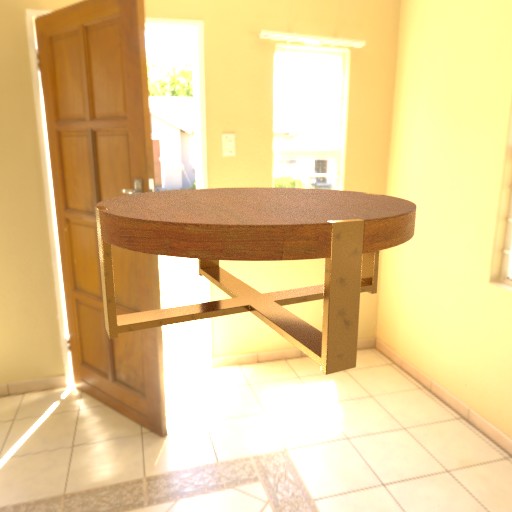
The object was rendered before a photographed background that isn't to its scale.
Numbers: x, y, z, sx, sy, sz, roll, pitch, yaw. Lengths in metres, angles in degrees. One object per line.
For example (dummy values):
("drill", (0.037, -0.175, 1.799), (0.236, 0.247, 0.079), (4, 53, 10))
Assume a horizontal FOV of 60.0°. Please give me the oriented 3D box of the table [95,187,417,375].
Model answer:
("table", (0.000, 0.000, 1.664), (1.100, 0.420, 1.100), (0, 13, 0))
